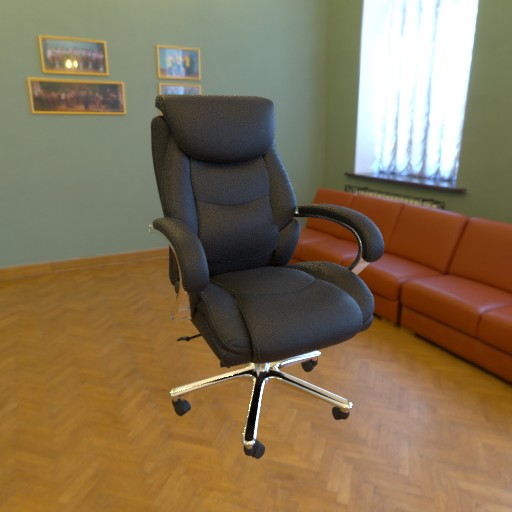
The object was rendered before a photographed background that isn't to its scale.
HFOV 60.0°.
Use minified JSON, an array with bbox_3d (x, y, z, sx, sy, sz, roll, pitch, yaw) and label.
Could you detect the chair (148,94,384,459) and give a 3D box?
[{"bbox_3d":[0.000,0.000,1.662,0.755,1.183,0.790,-8,18,-27],"label":"chair"}]
